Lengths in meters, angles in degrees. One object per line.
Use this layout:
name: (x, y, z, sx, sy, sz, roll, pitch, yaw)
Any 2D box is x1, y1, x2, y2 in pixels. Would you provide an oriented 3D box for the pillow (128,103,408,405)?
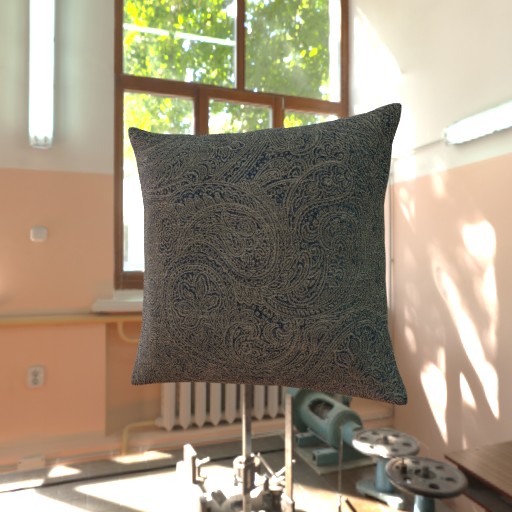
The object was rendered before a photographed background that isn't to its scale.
pillow: (0.000, 0.000, 0.809, 0.523, 0.510, 0.166, 0, -1, 16)
